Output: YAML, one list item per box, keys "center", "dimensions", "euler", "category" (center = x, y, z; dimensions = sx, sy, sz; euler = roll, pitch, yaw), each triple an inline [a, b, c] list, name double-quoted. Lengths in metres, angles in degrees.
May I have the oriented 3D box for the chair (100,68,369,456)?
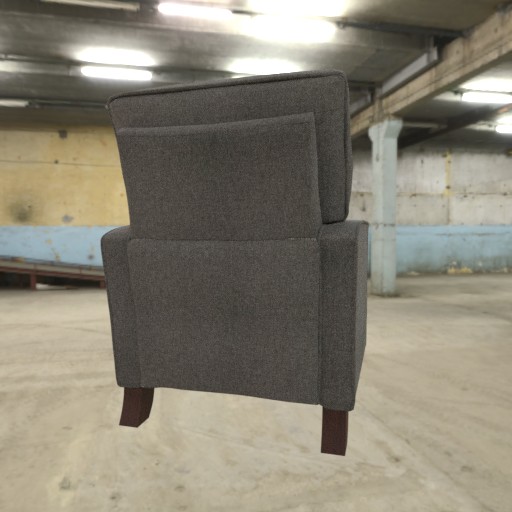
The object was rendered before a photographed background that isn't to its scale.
- center: [0.000, 0.000, 1.351]
  dimensions: [0.650, 0.889, 0.775]
  euler: [1, 2, 16]
  category: "chair"
